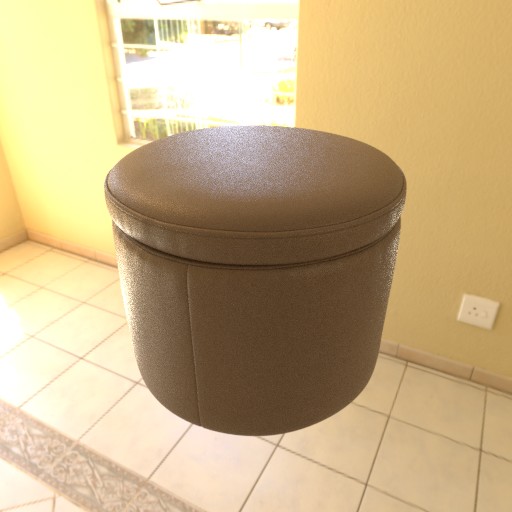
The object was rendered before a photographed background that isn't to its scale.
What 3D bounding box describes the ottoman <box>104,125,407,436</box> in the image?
[{"bbox_3d":[0.000,0.000,0.837,0.500,0.409,0.500,0,30,0],"label":"ottoman"}]
